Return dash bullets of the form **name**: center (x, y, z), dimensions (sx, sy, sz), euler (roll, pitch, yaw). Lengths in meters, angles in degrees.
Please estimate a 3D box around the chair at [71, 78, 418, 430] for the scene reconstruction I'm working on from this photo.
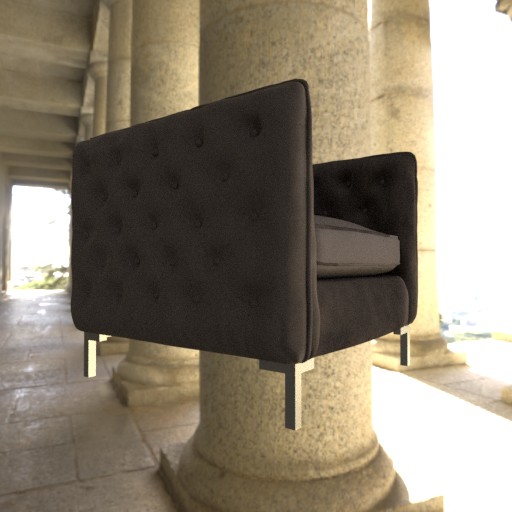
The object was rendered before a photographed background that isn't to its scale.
- **chair**: center (0.000, 0.000, 1.582), dimensions (0.913, 0.807, 0.946), euler (-1, -1, 36)
